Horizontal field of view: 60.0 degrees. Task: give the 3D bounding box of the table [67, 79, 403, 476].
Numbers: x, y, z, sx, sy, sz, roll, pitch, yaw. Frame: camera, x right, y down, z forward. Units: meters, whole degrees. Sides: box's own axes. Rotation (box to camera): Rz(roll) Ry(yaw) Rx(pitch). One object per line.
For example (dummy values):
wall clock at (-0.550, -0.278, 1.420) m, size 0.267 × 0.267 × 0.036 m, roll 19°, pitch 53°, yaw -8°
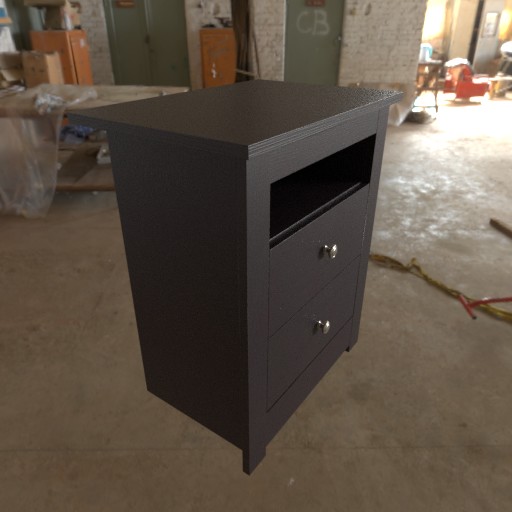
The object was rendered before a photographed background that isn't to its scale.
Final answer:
table at (0.000, 0.000, 1.063) m, size 0.408 × 0.711 × 0.589 m, roll 19°, pitch 34°, yaw 31°
